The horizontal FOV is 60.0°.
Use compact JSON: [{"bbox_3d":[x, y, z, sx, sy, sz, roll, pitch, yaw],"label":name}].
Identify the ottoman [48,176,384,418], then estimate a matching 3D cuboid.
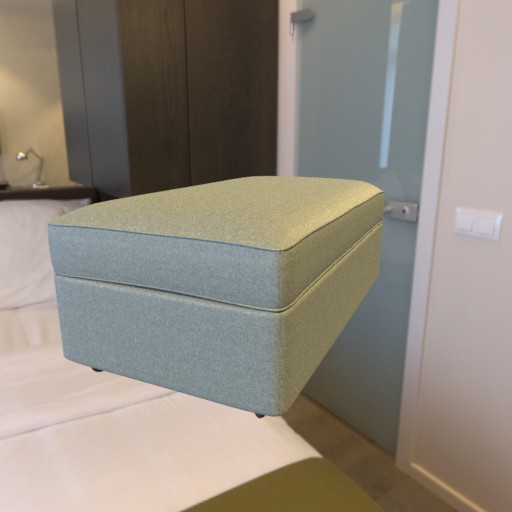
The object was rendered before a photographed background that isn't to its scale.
[{"bbox_3d":[0.000,0.000,1.559,0.681,0.494,1.173,7,16,24],"label":"ottoman"}]
